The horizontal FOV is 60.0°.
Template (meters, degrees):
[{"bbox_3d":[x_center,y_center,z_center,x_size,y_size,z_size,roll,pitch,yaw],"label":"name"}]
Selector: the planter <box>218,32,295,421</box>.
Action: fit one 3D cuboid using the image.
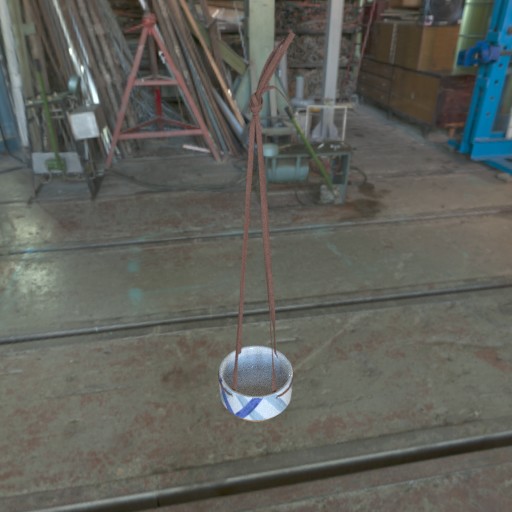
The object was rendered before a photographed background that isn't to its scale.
[{"bbox_3d":[0.000,0.000,0.831,0.166,0.751,0.166,19,35,29],"label":"planter"}]
